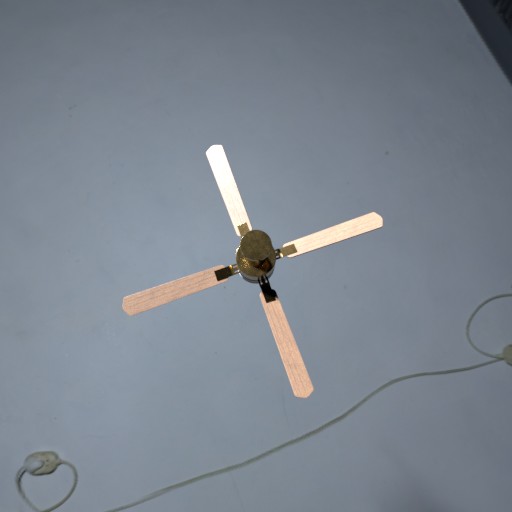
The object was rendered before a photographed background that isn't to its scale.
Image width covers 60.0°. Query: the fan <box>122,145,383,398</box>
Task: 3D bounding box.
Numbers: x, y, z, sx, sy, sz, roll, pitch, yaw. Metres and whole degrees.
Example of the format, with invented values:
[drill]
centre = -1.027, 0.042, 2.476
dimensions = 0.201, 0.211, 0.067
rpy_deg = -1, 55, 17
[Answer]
[fan]
centre = 0.000, 0.000, 2.025
dimensions = 1.320, 0.355, 1.320
rpy_deg = -19, 75, -5
